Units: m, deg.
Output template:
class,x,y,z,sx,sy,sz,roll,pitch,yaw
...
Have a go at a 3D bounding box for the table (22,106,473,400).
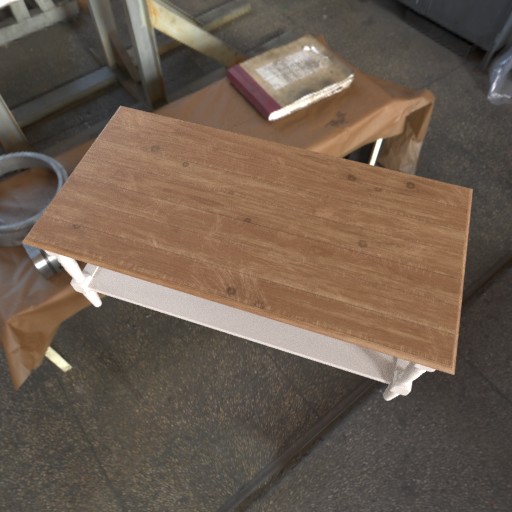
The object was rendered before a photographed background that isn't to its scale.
class,x,y,z,sx,sy,sz,roll,pitch,yaw
table,0.000,0.000,1.402,1.118,0.458,0.559,16,60,9
